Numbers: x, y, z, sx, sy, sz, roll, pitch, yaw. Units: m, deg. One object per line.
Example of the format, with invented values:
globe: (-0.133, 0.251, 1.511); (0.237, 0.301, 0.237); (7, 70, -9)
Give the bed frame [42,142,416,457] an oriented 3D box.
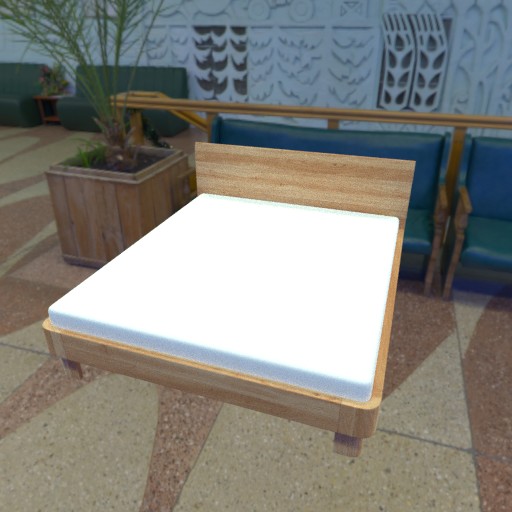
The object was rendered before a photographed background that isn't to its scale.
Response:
bed frame: (0.000, 0.000, 3.029); (1.872, 0.940, 2.092); (9, 29, 17)
